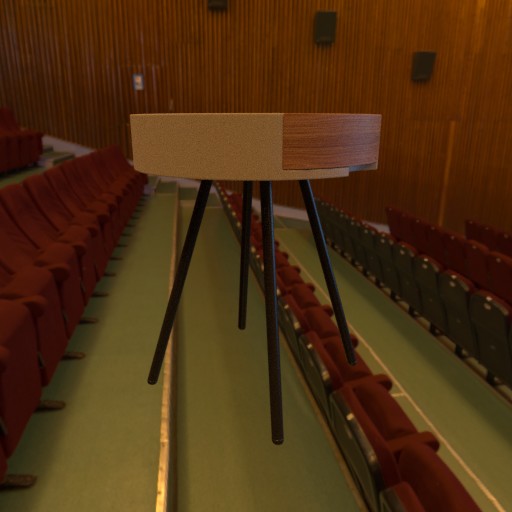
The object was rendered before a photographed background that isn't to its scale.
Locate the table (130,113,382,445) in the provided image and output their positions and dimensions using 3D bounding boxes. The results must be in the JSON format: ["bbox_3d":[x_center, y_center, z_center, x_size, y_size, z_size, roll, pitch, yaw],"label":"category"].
[{"bbox_3d":[0.000,0.000,0.867,0.450,0.525,0.450,0,17,0],"label":"table"}]
